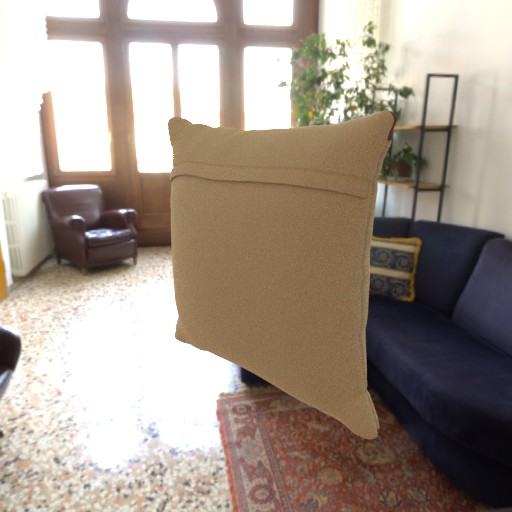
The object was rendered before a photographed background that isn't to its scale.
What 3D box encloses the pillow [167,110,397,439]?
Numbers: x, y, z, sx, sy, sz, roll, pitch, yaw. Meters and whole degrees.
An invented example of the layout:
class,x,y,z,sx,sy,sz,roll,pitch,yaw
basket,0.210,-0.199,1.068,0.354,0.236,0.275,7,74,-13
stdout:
class,x,y,z,sx,sy,sz,roll,pitch,yaw
pillow,0.000,0.000,0.817,0.536,0.506,0.229,14,20,43
